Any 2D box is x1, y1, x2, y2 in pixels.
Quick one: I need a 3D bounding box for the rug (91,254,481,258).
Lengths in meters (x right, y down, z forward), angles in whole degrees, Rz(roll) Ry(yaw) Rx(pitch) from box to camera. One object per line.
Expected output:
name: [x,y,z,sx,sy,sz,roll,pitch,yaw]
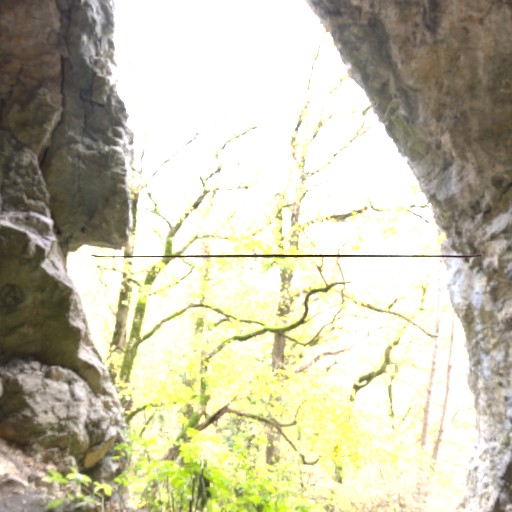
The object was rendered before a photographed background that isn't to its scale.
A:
rug: [0.000,0.000,2.990,1.521,0.026,2.286,0,0,-37]
